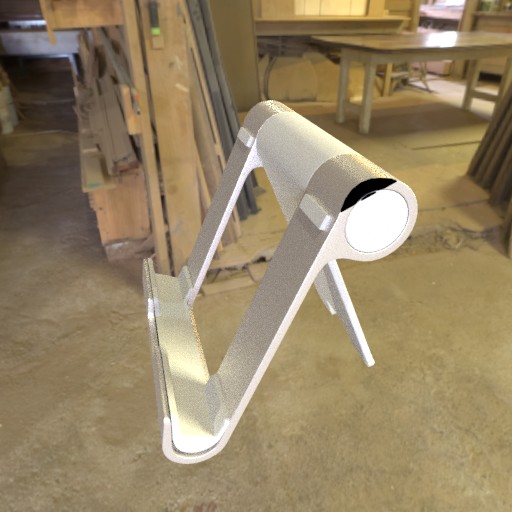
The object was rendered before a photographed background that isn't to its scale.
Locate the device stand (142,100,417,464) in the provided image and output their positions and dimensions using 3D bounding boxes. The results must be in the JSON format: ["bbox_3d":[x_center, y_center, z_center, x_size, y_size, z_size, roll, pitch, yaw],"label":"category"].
[{"bbox_3d":[0.000,0.000,0.152,0.079,0.084,0.086,-8,32,-14],"label":"device stand"}]
